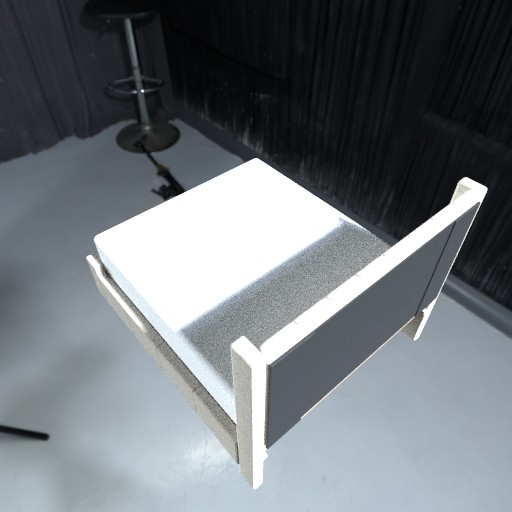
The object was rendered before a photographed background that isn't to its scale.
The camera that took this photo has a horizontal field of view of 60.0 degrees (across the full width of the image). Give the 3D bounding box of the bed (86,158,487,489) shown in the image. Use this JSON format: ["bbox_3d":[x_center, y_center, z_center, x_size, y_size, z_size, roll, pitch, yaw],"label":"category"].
[{"bbox_3d":[0.000,0.000,3.685,2.045,1.743,2.370,-32,54,-27],"label":"bed"}]
